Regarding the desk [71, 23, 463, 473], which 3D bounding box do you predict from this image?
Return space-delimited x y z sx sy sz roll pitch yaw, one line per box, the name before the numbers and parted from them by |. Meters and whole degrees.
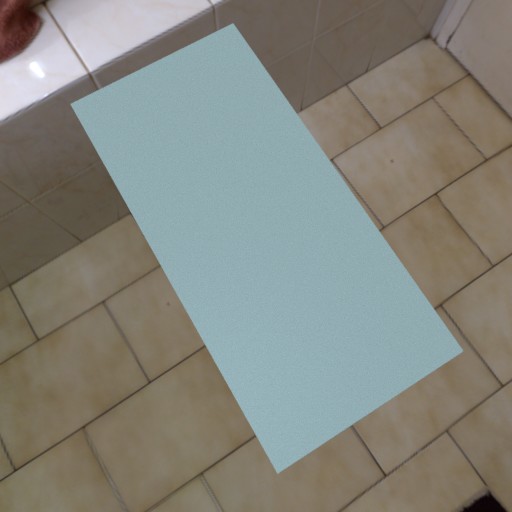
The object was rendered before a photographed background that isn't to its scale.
desk | 0.000 0.000 1.482 0.525 0.780 1.057 -30 77 -7
